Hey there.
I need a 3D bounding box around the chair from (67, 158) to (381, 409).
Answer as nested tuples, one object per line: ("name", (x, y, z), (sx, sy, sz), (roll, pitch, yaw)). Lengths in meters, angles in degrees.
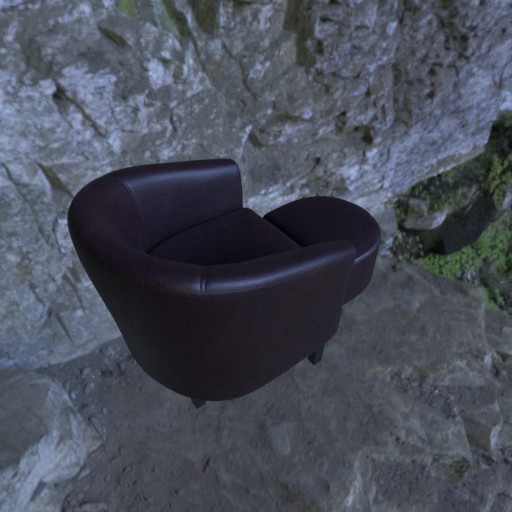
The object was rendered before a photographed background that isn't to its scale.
("chair", (0.000, 0.000, 1.650), (1.176, 0.755, 0.737), (-26, 48, -27))
